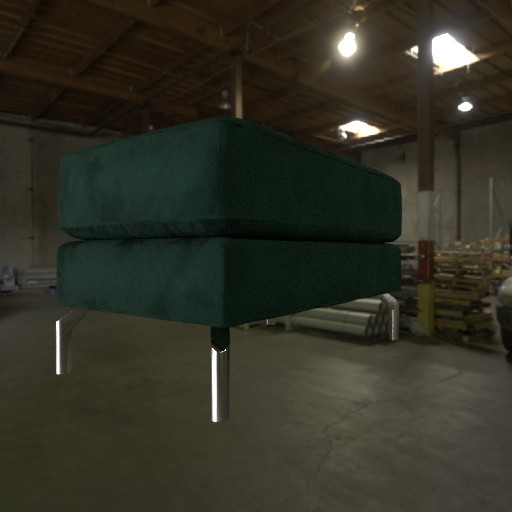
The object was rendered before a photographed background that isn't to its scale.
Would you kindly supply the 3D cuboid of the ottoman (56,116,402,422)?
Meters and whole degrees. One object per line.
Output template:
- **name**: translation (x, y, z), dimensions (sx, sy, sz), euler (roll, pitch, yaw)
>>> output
- **ottoman**: translation (0.000, 0.000, 1.213), dimensions (0.536, 0.533, 0.886), euler (0, 1, 37)
